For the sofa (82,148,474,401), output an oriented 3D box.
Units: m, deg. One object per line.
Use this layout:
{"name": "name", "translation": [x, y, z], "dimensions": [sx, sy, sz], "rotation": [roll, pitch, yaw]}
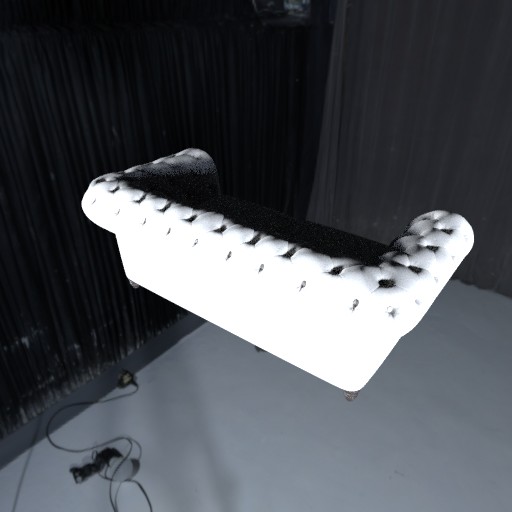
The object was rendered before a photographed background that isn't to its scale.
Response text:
{"name": "sofa", "translation": [0.000, 0.000, 2.500], "dimensions": [1.998, 0.764, 0.986], "rotation": [21, 37, 31]}
